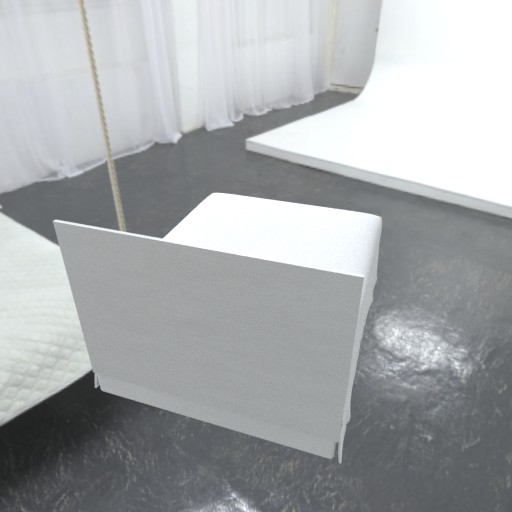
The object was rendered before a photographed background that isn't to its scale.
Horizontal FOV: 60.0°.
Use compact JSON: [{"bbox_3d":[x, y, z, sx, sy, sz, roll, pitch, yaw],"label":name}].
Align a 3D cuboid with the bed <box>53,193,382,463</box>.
[{"bbox_3d":[0.000,0.000,3.293,1.745,1.335,2.094,10,33,16],"label":"bed"}]
